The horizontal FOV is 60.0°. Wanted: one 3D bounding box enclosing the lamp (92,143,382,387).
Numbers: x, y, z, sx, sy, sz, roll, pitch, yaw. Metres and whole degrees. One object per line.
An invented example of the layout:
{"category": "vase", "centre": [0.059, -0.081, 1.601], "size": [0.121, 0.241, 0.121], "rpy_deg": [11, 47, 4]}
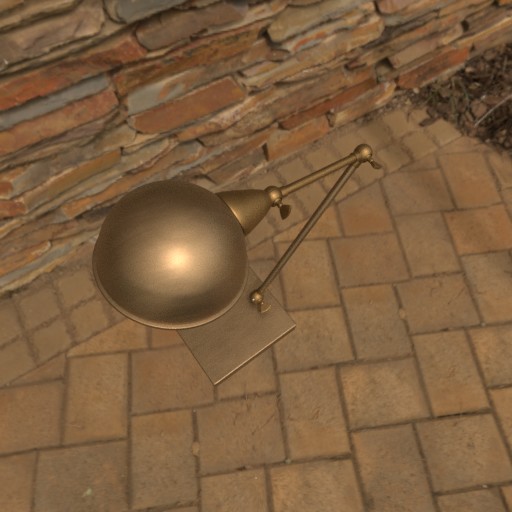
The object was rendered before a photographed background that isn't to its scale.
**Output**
{"category": "lamp", "centre": [0.000, 0.000, 0.550], "size": [0.339, 0.371, 0.149], "rpy_deg": [-33, 68, -15]}
